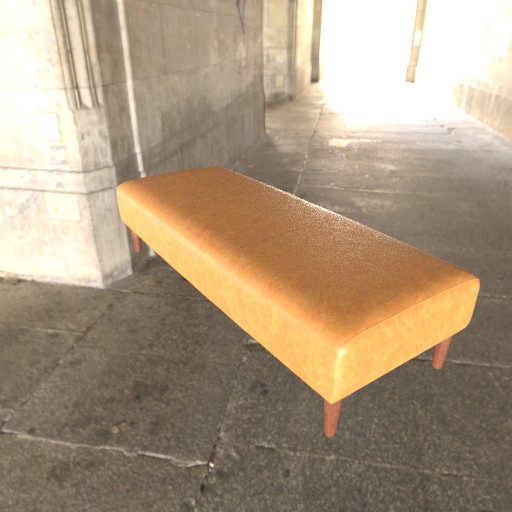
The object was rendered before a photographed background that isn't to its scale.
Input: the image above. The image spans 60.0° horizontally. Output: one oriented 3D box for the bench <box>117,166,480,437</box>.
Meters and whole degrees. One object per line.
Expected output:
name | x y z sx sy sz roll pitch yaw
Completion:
bench | 0.000 0.000 1.875 0.653 0.399 1.610 -17 31 -31
